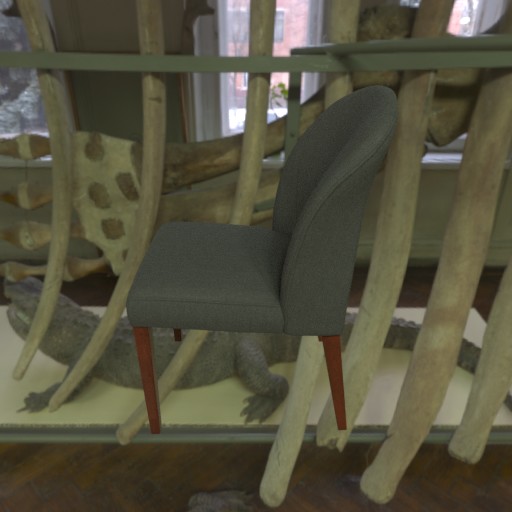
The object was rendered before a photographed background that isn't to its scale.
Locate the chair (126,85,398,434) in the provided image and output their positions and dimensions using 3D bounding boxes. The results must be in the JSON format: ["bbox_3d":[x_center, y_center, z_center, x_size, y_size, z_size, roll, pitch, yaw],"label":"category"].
[{"bbox_3d":[0.000,0.000,1.226,0.619,0.879,0.506,0,26,0],"label":"chair"}]
